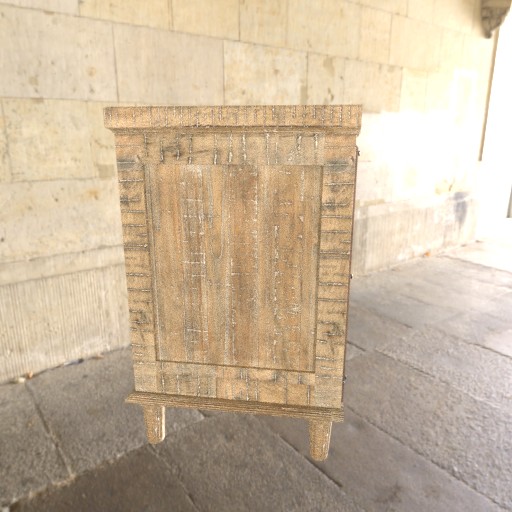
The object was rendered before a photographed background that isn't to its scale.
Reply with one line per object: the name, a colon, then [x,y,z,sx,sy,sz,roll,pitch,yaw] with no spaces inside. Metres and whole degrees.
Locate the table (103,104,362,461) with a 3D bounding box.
table: [0.000,0.000,1.162,0.457,0.711,0.686,2,16,8]
